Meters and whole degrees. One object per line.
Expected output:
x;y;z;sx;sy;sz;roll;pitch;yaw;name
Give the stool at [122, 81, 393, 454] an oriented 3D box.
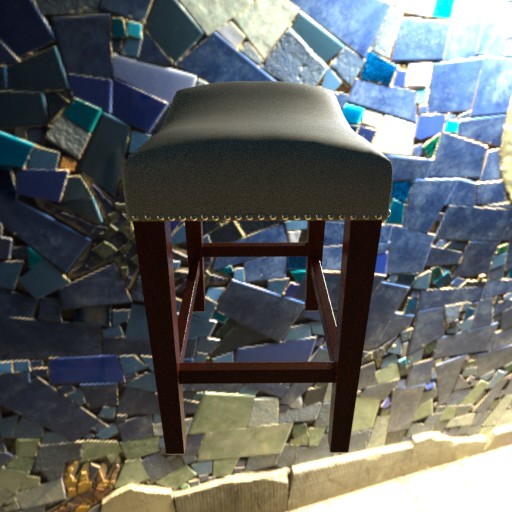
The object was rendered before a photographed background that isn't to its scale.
0.000;0.000;0.943;0.375;0.632;0.509;0;31;-1;stool
